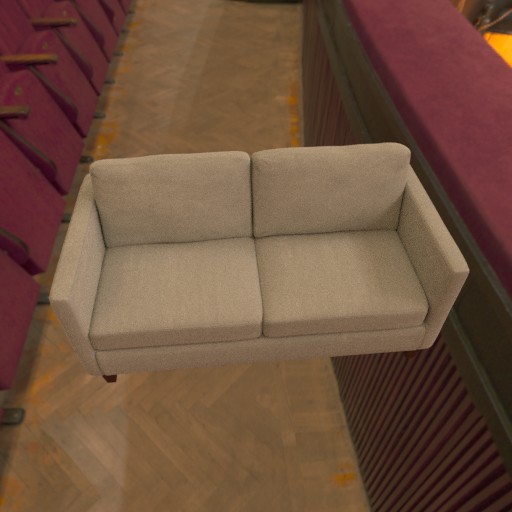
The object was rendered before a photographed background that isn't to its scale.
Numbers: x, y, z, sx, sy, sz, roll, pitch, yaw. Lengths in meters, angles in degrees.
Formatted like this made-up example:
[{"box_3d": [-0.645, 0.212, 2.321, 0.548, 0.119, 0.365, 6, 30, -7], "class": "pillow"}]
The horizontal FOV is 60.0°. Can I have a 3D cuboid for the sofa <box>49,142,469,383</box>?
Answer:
[{"box_3d": [0.000, 0.000, 2.431, 1.884, 0.963, 0.950, -4, 46, -4], "class": "sofa"}]
